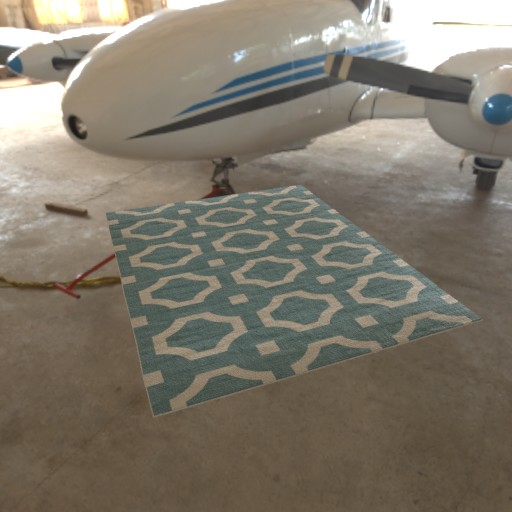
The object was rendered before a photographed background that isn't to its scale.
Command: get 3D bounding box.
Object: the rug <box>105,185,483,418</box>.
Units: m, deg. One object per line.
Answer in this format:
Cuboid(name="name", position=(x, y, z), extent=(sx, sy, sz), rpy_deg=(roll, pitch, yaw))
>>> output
Cuboid(name="rug", position=(0.000, 0.000, 4.157), extent=(2.466, 0.021, 3.049), rpy_deg=(-11, 31, -19))
